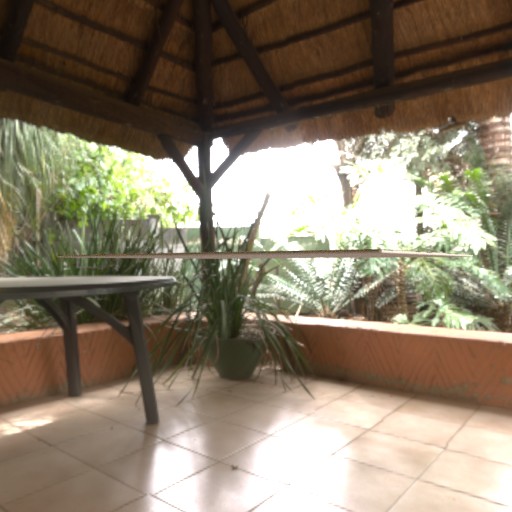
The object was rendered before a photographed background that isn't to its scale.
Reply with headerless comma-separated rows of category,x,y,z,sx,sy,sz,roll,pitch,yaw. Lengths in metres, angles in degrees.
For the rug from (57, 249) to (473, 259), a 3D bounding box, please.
rug,0.000,0.000,2.980,2.365,0.017,1.521,-1,-1,38
